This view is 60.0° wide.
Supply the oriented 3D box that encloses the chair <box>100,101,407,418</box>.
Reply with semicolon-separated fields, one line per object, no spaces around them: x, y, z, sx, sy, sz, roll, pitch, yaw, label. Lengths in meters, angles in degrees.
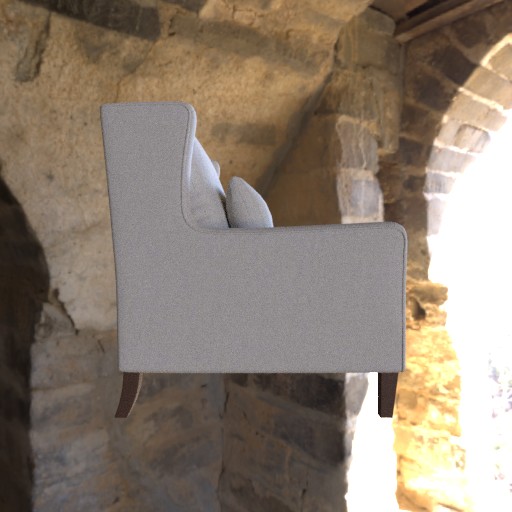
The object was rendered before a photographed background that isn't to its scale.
0.000;0.000;1.886;1.040;1.056;0.982;0;0;0;chair
